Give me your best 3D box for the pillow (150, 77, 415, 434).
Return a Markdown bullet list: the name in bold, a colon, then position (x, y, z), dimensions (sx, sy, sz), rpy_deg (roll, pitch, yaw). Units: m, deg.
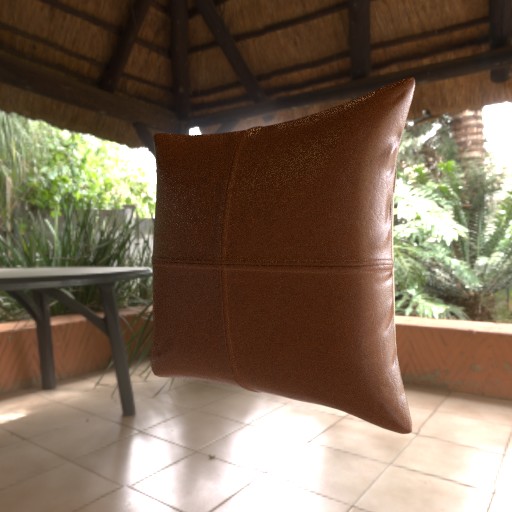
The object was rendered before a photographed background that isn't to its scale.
- **pillow**: position (0.000, 0.000, 0.723), dimensions (0.501, 0.477, 0.192), rpy_deg (0, 0, 35)
